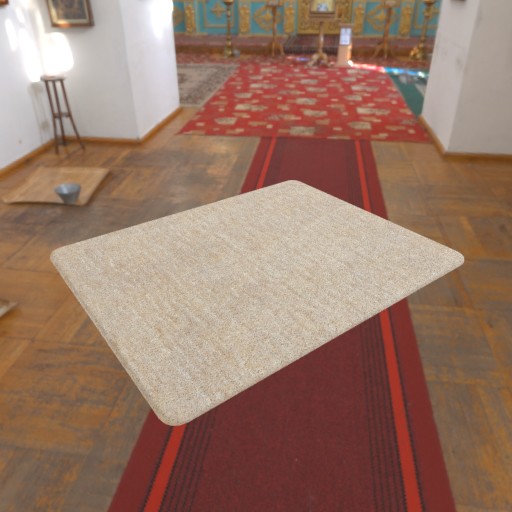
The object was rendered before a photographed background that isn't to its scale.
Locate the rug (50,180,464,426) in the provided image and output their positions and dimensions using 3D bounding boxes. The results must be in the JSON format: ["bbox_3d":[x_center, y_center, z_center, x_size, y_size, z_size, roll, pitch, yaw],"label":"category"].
[{"bbox_3d":[0.000,0.000,3.382,2.528,0.048,2.009,-21,37,-31],"label":"rug"}]
